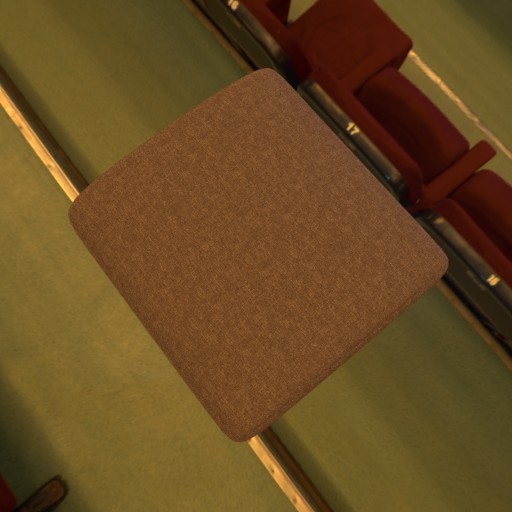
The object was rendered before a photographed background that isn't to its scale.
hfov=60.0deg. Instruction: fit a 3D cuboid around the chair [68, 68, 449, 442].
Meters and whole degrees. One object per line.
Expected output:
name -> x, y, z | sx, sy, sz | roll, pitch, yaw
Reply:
chair -> 0.000, 0.000, 0.925 | 0.530, 0.410, 0.530 | -38, 79, -8
